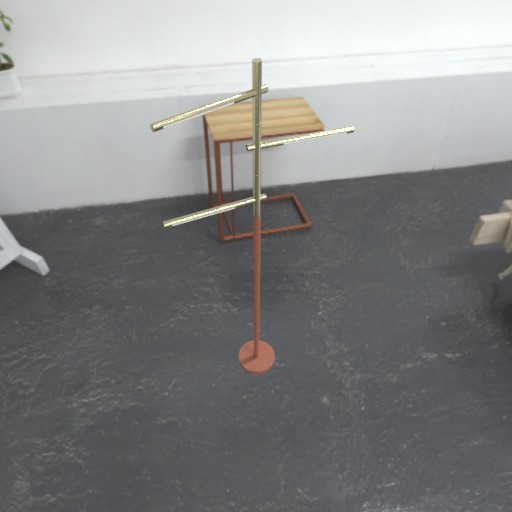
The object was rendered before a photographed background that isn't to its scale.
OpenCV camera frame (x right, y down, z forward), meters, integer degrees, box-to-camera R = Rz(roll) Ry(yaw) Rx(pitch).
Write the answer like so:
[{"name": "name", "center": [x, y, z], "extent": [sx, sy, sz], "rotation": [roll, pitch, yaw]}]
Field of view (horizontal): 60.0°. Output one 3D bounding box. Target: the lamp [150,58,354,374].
[{"name": "lamp", "center": [0.000, 0.000, 1.953], "extent": [0.737, 1.704, 0.209], "rotation": [-24, 51, -21]}]
